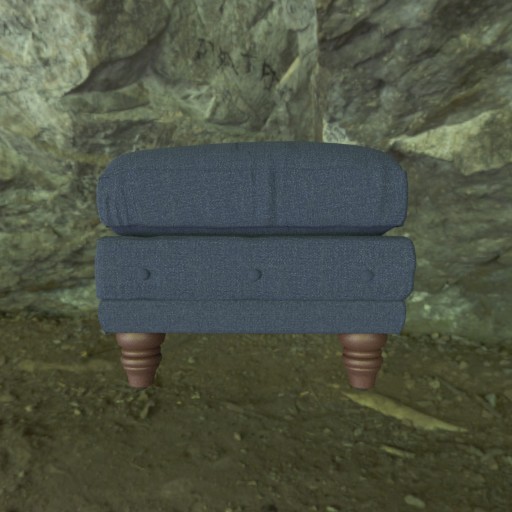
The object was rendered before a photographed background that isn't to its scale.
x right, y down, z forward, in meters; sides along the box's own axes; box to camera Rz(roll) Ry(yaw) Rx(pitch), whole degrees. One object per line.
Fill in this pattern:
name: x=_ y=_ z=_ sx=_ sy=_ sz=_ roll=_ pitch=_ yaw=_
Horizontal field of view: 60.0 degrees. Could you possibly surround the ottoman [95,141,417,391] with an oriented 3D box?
ottoman: x=0.000 y=0.000 z=1.125 sx=0.558 sy=0.486 sz=0.767 roll=0 pitch=1 yaw=1
